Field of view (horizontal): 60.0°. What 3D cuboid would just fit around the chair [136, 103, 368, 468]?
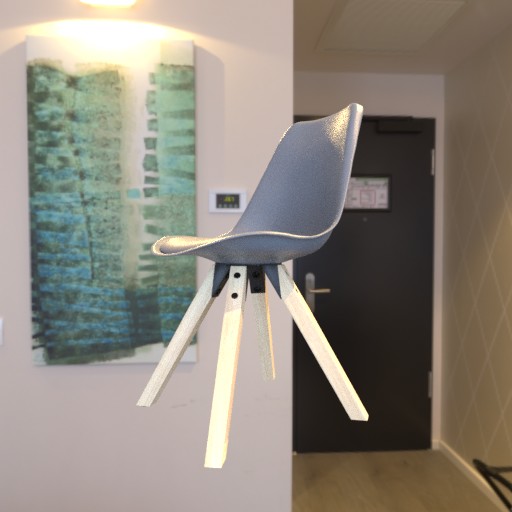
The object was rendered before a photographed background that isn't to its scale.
[{"bbox_3d":[0.000,0.000,1.207,0.550,0.850,0.485,-1,2,-34],"label":"chair"}]
